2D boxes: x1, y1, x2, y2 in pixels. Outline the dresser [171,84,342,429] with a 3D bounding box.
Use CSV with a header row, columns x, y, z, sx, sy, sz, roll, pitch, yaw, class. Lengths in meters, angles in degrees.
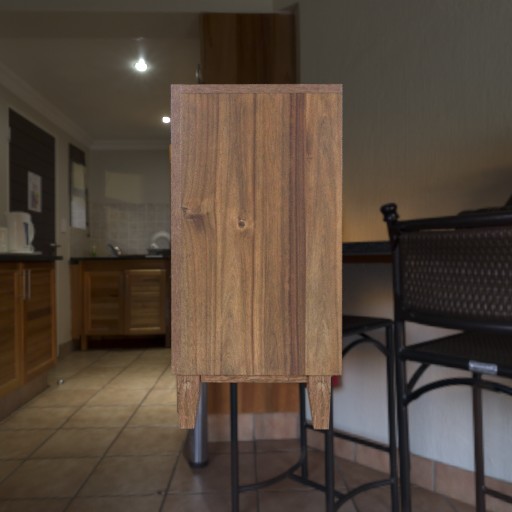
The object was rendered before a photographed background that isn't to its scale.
x,y,z,sx,sy,sz,roll,pitch,yaw,class
0.000,0.000,1.815,0.446,0.873,1.400,0,0,0,dresser
